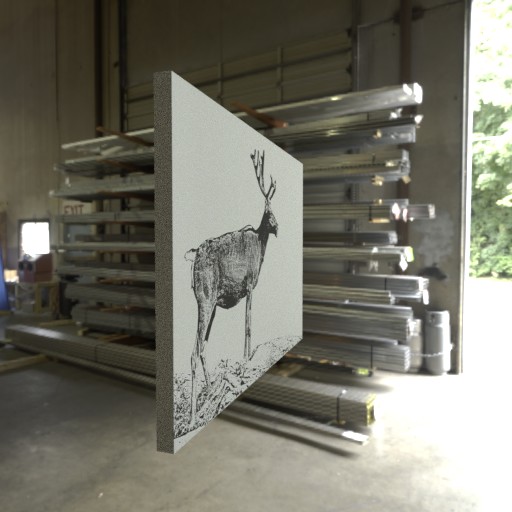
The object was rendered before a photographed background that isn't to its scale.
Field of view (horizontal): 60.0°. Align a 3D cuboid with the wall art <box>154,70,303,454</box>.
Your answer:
[{"bbox_3d":[0.000,0.000,1.144,0.033,0.617,0.906,1,2,19],"label":"wall art"}]
